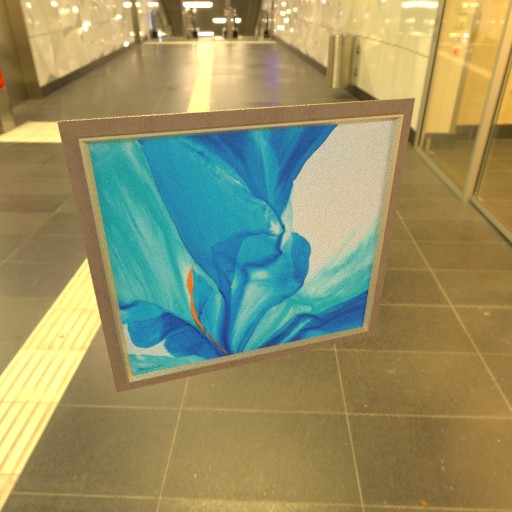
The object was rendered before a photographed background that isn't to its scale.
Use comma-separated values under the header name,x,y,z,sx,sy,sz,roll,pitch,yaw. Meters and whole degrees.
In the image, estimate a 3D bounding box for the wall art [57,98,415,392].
name,x,y,z,sx,sy,sz,roll,pitch,yaw
wall art,0.000,0.000,1.659,1.168,1.067,0.025,-9,31,-15
